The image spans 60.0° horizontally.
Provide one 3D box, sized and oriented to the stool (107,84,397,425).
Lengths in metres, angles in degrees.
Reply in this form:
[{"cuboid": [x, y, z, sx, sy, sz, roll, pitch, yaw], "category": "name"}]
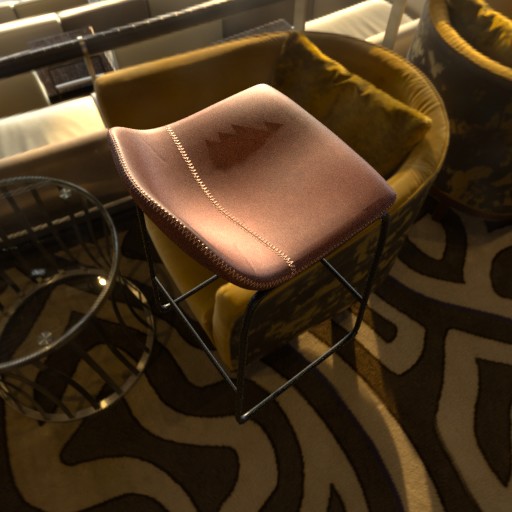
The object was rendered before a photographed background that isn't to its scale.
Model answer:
[{"cuboid": [0.000, 0.000, 1.088, 0.473, 0.830, 0.454, -32, 63, -19], "category": "stool"}]
